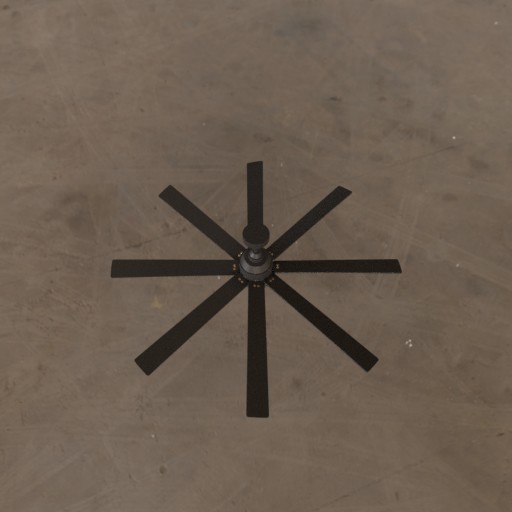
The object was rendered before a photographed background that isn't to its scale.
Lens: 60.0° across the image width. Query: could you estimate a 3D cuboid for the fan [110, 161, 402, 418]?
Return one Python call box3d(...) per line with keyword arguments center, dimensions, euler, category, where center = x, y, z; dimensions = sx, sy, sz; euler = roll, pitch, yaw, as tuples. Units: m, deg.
box3d(center=(0.000, 0.000, 2.694), dimensions=(1.830, 0.472, 1.830), euler=(0, 58, 0), category="fan")
